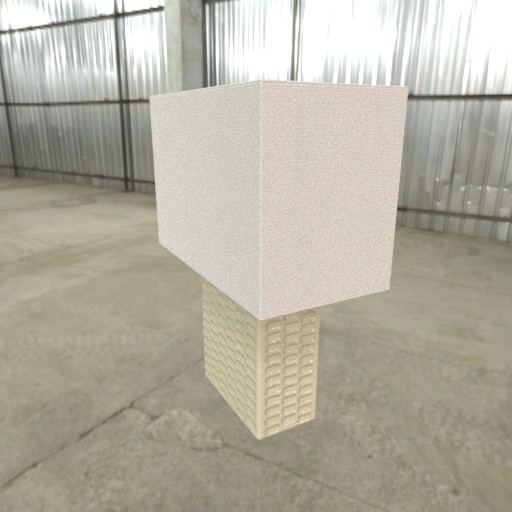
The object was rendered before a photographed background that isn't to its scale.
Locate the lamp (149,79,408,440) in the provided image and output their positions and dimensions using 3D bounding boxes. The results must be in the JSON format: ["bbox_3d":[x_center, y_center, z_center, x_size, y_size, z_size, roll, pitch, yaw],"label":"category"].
[{"bbox_3d":[0.000,0.000,0.703,0.200,0.515,0.380,-9,19,-28],"label":"lamp"}]
